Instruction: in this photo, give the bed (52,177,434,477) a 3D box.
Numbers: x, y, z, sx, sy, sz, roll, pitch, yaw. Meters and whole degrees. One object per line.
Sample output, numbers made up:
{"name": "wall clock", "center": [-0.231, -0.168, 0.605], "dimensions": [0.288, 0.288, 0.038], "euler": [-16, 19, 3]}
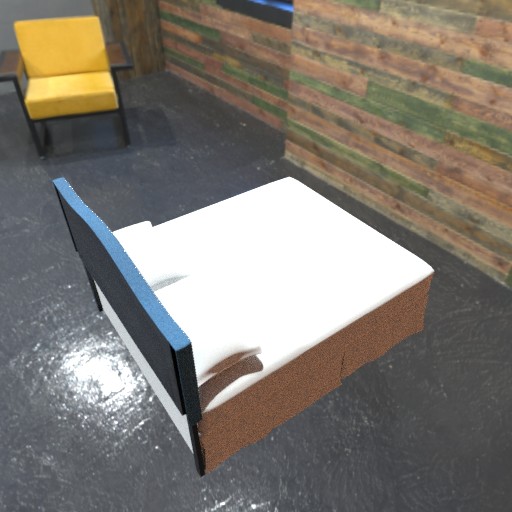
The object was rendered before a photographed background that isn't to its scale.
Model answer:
{"name": "bed", "center": [0.000, 0.000, 2.900], "dimensions": [1.872, 1.169, 1.610], "euler": [-25, 46, -27]}
